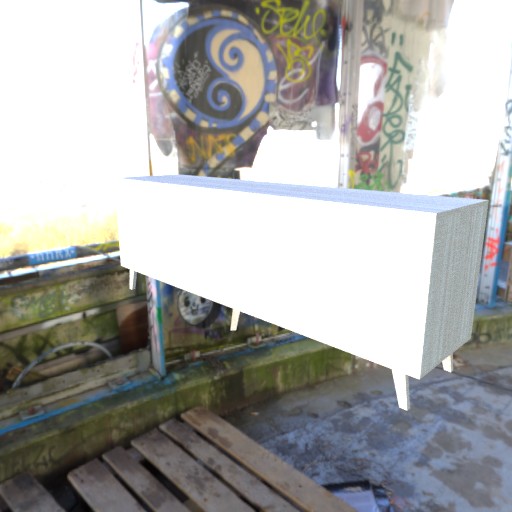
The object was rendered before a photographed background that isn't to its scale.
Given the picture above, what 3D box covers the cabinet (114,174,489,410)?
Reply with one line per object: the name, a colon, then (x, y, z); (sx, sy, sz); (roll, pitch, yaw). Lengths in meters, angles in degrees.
cabinet: (0.000, 0.000, 2.496); (0.500, 0.780, 2.200); (-14, 20, -43)
